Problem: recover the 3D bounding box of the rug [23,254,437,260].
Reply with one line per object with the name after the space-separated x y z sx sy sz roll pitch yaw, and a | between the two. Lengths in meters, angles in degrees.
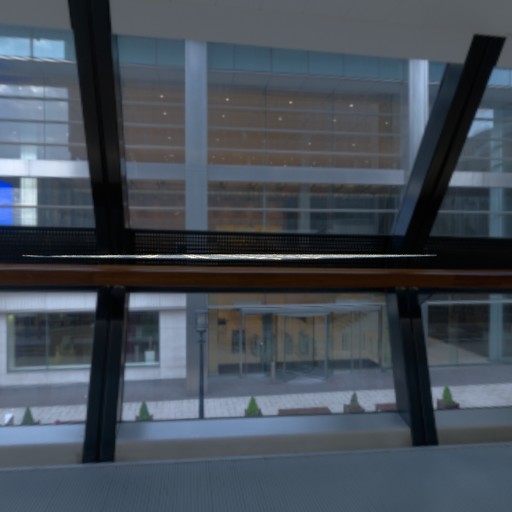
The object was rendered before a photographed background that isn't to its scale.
0.000 0.000 3.810 2.277 0.020 2.867 0 1 36 | rug
